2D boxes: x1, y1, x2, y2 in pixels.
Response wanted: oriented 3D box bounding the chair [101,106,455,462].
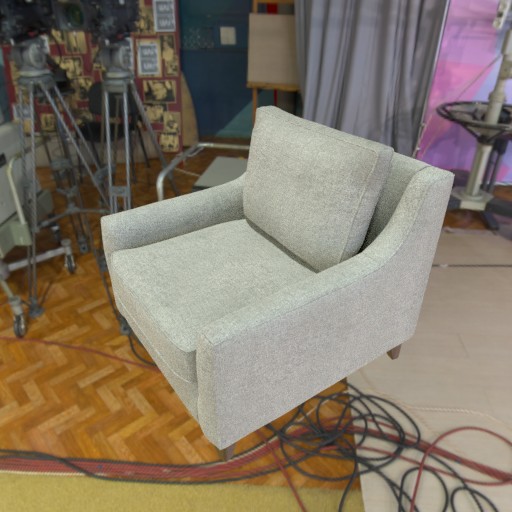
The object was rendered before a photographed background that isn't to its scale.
[{"bbox_3d":[0.000,0.000,1.585,0.918,0.864,0.838,-21,38,-29],"label":"chair"}]
